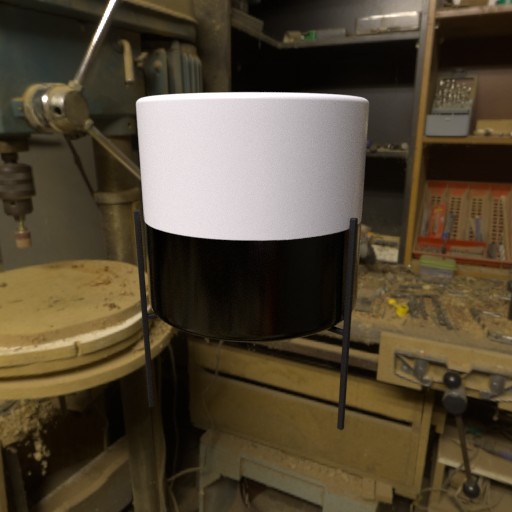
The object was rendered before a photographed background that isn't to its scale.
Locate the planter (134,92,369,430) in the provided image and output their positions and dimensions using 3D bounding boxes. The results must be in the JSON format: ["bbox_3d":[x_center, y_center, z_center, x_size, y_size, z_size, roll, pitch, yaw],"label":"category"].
[{"bbox_3d":[0.000,0.000,0.649,0.310,0.432,0.310,8,18,25],"label":"planter"}]
